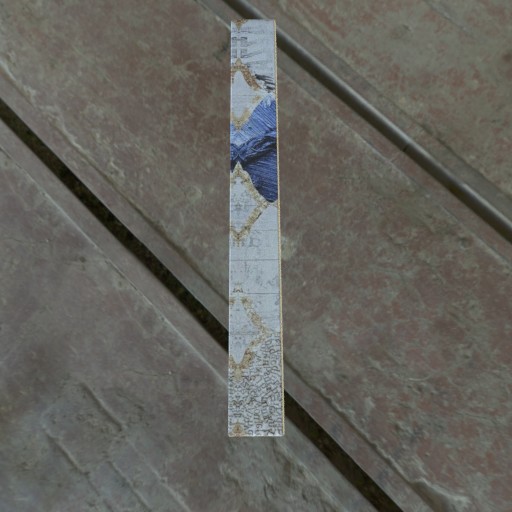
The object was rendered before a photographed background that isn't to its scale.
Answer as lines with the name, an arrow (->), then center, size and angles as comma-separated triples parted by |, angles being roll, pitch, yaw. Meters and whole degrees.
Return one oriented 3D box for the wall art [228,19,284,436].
wall art -> 0.000, 0.000, 0.453 | 0.036, 0.304, 0.303 | 0, 76, 0
